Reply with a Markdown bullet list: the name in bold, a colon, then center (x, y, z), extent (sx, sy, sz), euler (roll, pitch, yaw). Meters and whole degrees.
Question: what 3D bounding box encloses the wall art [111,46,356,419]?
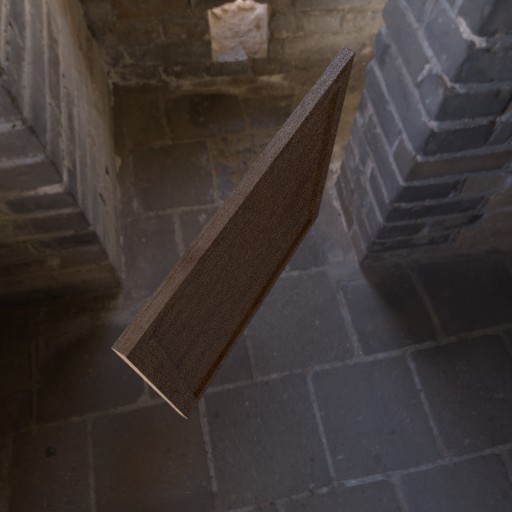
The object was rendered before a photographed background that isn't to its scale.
- **wall art**: center (0.000, 0.000, 0.973), extent (0.026, 0.588, 0.690), euler (28, 66, 14)
